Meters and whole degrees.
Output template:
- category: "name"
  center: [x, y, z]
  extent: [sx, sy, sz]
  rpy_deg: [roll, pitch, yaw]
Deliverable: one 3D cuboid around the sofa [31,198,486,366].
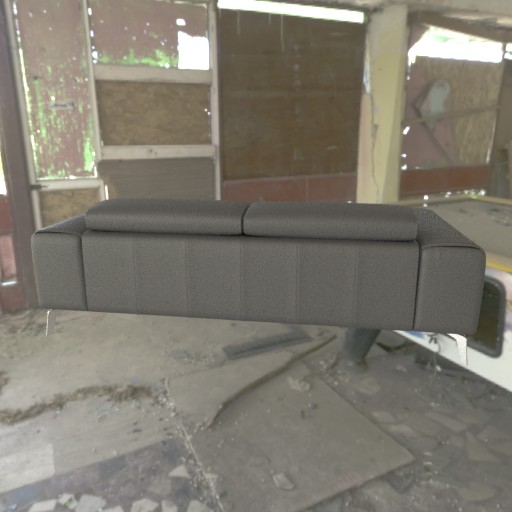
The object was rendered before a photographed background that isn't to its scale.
- category: "sofa"
  center: [0.000, 0.000, 2.728]
  extent: [2.321, 0.759, 1.023]
  rpy_deg: [2, 16, 8]
